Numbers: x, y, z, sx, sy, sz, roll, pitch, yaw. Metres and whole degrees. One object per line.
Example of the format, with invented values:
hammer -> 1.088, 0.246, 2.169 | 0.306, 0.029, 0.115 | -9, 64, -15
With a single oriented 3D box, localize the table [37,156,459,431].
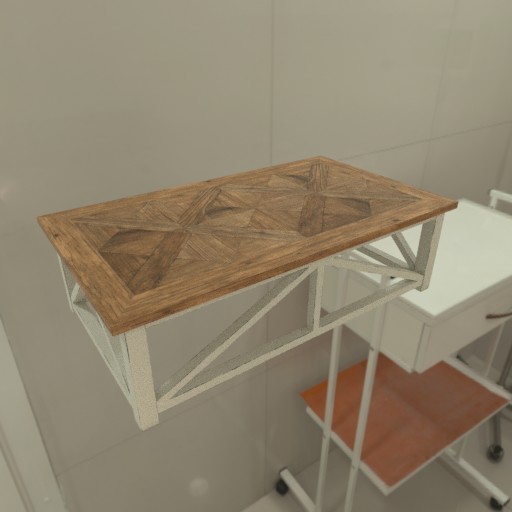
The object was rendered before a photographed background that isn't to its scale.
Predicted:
table -> 0.000, 0.000, 1.784 | 1.400, 0.410, 0.800 | -19, 34, -30
